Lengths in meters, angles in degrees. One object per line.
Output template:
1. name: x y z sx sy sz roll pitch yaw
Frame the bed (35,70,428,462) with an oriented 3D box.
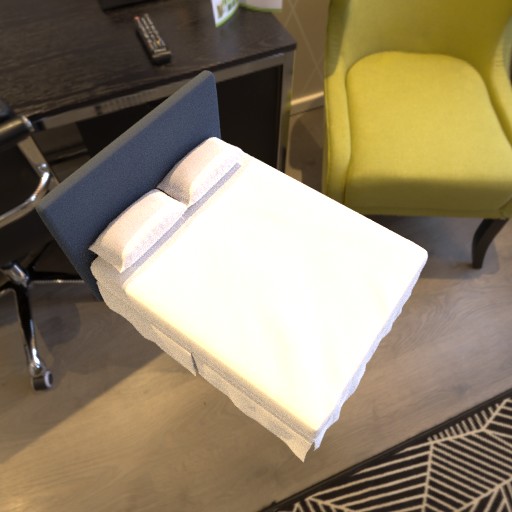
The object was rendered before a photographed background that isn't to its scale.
1. bed: 0.000 0.000 3.247 2.162 1.330 1.713 32 63 18
